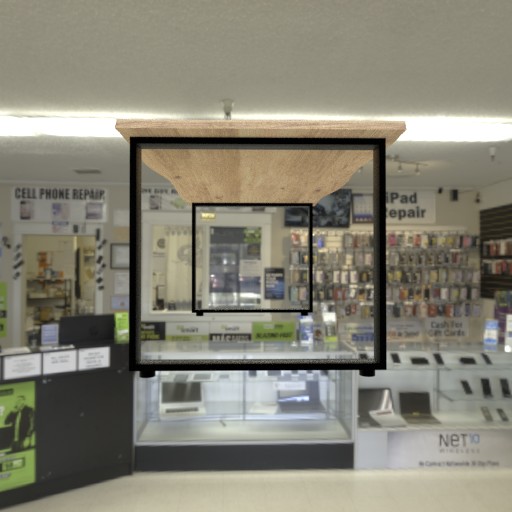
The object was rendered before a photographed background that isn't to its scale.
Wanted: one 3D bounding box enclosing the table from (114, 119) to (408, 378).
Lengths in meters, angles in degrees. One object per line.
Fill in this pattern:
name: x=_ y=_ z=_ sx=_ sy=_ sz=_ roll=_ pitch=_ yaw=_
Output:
table: x=0.000 y=0.000 z=2.193 sx=0.900 sy=0.780 sz=1.800 roll=0 pitch=-1 yaw=-1
